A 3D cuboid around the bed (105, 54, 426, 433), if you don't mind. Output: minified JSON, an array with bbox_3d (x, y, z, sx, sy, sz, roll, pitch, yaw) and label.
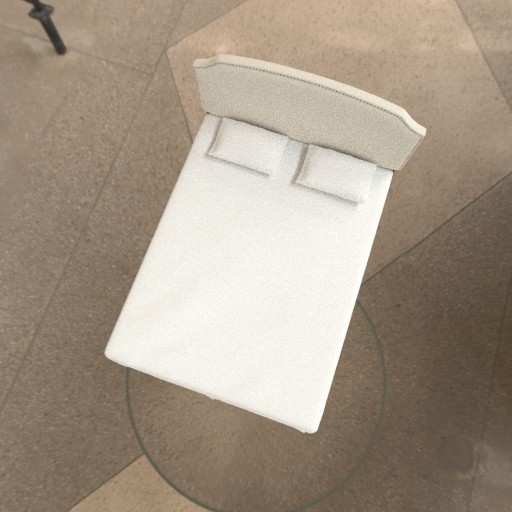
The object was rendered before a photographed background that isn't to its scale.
[{"bbox_3d":[0.000,0.000,2.961,1.558,1.270,1.999,19,76,5],"label":"bed"}]
